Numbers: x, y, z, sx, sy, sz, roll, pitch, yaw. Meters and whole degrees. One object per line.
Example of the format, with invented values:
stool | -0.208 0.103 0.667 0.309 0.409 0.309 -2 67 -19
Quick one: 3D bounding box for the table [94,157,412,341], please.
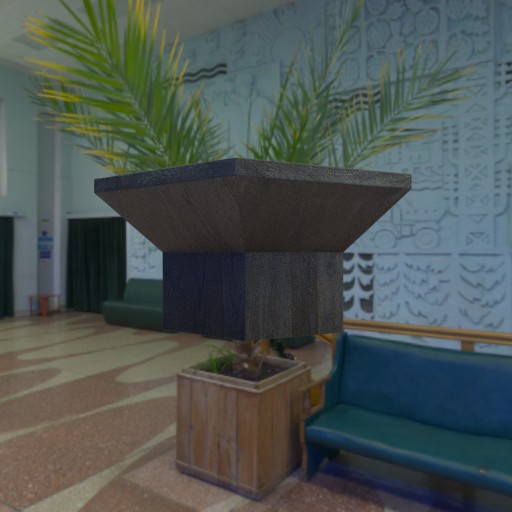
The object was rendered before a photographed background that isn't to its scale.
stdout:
table | 0.000 0.000 1.621 1.115 0.488 0.966 0 1 35
